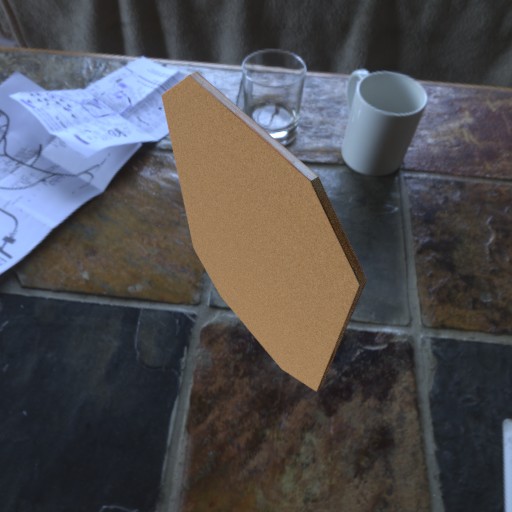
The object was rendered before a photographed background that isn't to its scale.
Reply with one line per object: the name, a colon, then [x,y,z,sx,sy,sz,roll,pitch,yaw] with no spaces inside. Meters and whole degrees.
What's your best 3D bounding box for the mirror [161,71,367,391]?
mirror: [0.000,0.000,1.299,0.061,1.015,0.709,-34,63,-20]
